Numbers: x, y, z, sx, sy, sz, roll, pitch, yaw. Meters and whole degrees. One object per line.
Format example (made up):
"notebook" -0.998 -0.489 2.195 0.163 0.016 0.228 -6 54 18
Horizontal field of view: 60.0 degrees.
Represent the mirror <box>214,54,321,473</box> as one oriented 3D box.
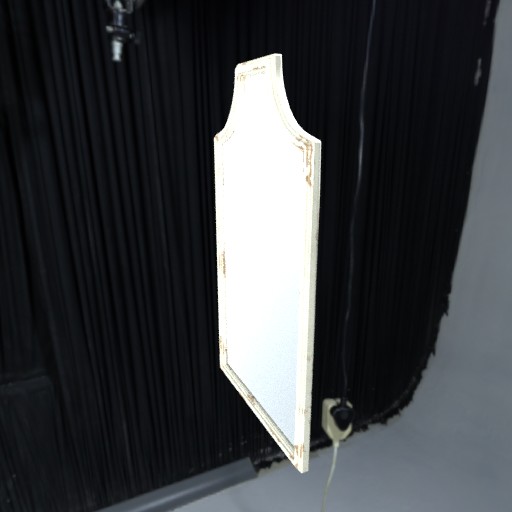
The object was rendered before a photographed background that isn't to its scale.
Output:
"mirror" 0.000 0.000 0.879 0.022 0.717 0.403 -8 18 -24
